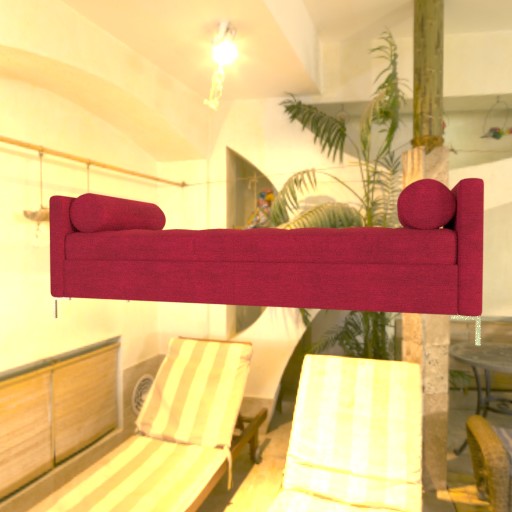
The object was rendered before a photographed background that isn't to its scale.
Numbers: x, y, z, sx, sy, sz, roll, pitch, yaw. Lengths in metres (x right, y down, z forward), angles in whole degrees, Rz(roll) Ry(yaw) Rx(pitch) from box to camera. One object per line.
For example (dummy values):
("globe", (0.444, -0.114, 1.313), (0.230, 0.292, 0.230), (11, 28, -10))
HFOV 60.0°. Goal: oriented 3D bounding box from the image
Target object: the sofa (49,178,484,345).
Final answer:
("sofa", (0.000, 0.000, 2.256), (1.981, 0.635, 0.686), (0, 2, 18))
